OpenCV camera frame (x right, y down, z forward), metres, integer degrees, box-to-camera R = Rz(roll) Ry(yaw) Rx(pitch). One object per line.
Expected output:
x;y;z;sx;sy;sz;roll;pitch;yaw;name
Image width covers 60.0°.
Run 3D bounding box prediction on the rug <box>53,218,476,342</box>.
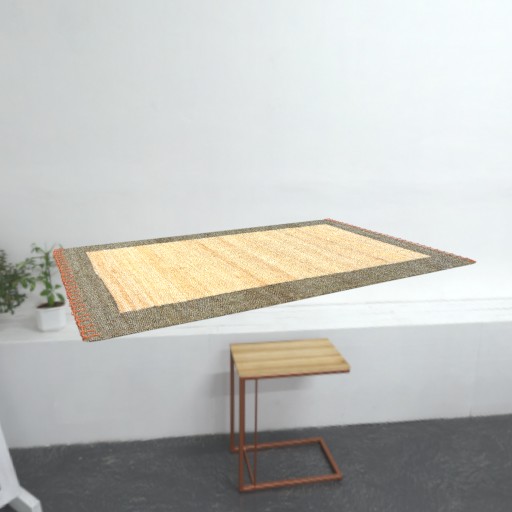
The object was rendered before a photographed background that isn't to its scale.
0.000;0.000;2.269;1.838;0.019;1.220;-8;18;-27;rug
